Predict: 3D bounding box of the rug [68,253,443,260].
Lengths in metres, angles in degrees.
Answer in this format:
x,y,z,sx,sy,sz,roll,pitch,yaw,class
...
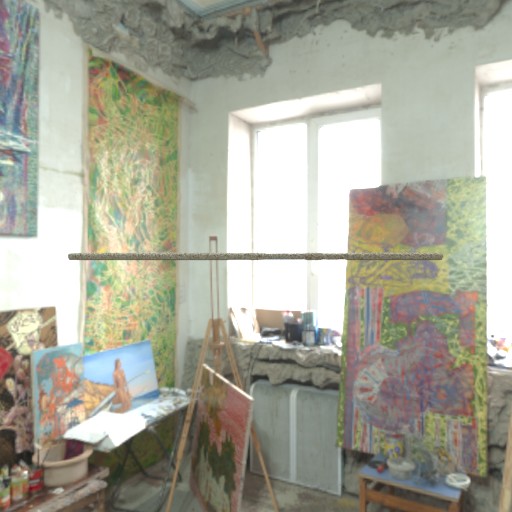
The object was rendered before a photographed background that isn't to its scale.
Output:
x,y,z,sx,sy,sz,roll,pitch,yaw,class
0.000,0.000,3.000,1.524,0.030,2.438,0,0,0,rug
